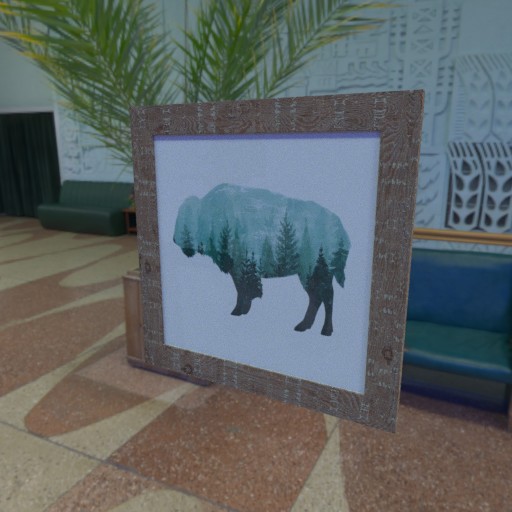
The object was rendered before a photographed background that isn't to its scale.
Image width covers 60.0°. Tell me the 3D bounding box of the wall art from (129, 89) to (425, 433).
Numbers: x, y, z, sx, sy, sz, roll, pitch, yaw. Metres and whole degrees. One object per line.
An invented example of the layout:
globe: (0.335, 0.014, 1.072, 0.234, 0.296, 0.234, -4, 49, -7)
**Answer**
wall art: (0.000, 0.000, 0.571, 0.380, 0.380, 0.022, 7, 15, 27)
